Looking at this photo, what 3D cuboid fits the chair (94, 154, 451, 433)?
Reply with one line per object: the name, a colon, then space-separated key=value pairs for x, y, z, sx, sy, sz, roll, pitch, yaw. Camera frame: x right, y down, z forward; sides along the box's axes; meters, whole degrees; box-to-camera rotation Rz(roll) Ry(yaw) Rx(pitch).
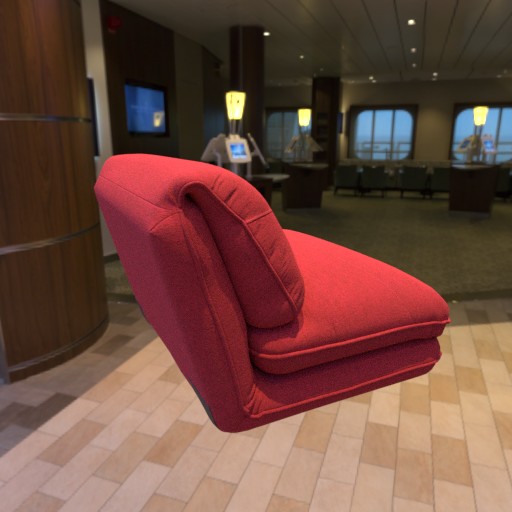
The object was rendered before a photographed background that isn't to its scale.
chair: x=0.000 y=0.000 z=1.301 sx=0.780 sy=0.580 sz=0.820 roll=-8 pitch=17 yaw=-26
